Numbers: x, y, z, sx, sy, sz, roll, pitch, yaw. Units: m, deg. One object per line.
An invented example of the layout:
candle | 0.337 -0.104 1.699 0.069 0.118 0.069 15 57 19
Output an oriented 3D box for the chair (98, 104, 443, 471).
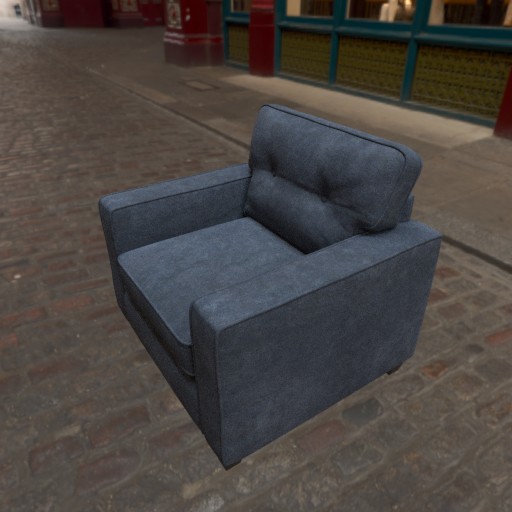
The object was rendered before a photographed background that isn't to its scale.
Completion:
chair | 0.000 0.000 1.754 0.939 0.965 1.015 -19 36 -28
